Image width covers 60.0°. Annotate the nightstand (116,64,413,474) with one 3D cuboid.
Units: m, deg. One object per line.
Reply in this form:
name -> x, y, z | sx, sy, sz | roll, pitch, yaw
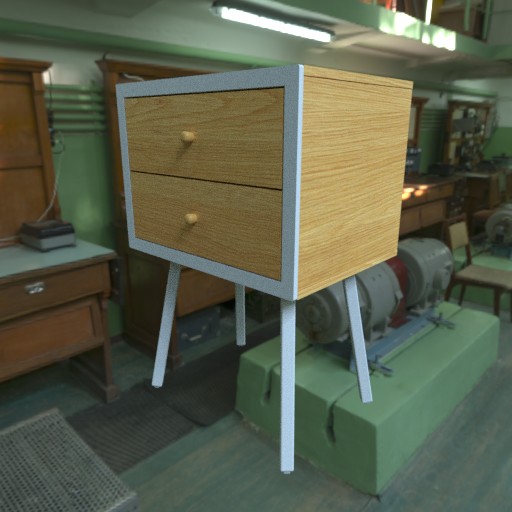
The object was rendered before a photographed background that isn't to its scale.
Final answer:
nightstand -> 0.000, 0.000, 0.822 | 0.400, 0.601, 0.316 | 15, 22, 41
